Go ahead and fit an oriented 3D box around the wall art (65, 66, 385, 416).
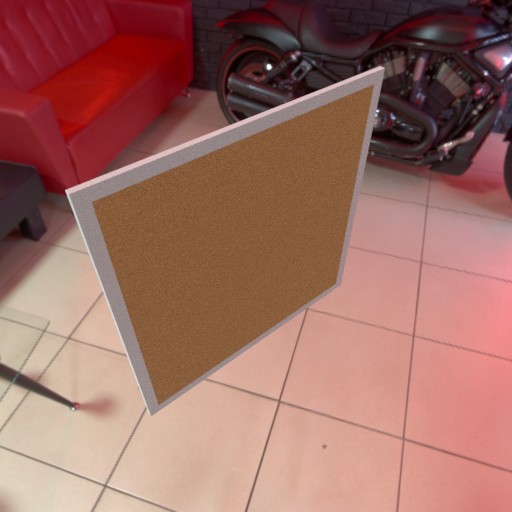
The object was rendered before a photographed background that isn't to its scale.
[{"bbox_3d":[0.000,0.000,0.677,0.456,0.457,0.009,-30,52,-27],"label":"wall art"}]
